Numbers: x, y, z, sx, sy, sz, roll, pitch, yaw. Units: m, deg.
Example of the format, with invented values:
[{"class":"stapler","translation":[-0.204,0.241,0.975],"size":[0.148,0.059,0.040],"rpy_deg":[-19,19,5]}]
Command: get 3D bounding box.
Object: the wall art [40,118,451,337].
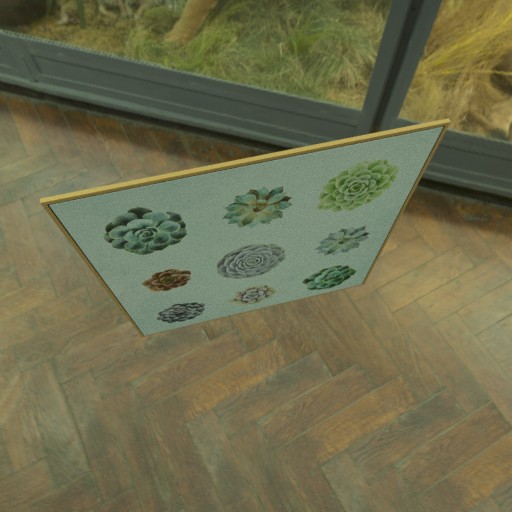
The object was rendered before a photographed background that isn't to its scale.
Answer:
[{"class":"wall art","translation":[0.000,0.000,1.437],"size":[0.962,0.959,0.013],"rpy_deg":[-13,63,-7]}]
